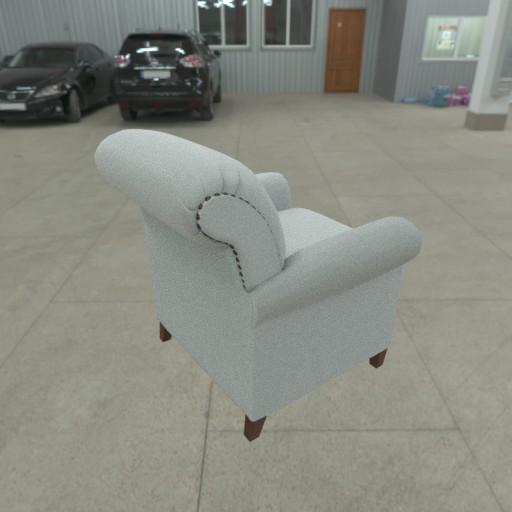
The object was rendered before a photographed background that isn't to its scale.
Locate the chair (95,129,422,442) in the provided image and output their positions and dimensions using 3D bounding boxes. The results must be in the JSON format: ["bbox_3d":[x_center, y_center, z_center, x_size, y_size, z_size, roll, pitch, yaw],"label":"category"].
[{"bbox_3d":[0.000,0.000,1.635,0.890,0.927,0.854,-18,32,-32],"label":"chair"}]
